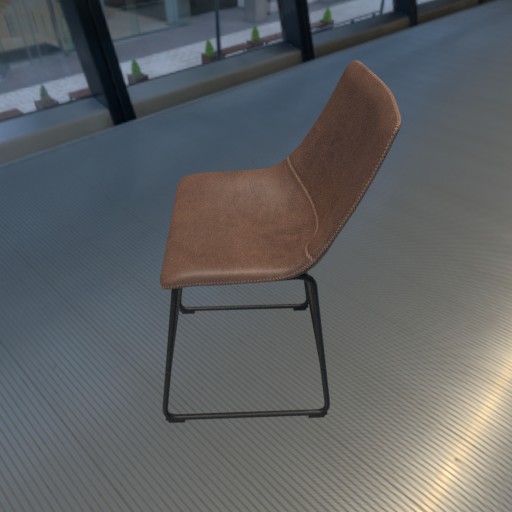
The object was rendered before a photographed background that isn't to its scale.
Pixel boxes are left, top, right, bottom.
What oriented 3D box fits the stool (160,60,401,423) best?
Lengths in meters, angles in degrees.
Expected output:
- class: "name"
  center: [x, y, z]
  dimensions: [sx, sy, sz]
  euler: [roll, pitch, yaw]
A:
- class: "stool"
  center: [0.000, 0.000, 1.183]
  dimensions: [0.550, 0.890, 0.460]
  euler: [-1, 40, -2]
